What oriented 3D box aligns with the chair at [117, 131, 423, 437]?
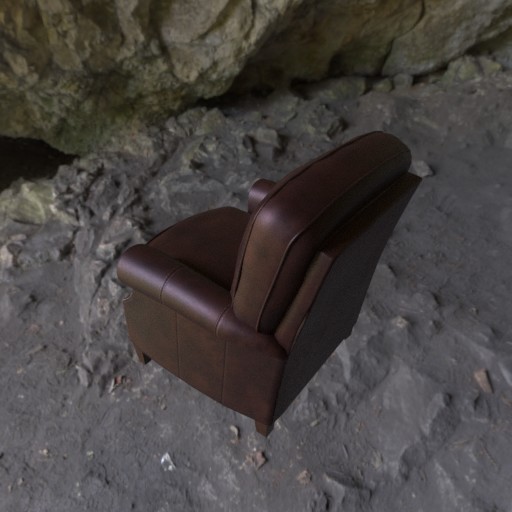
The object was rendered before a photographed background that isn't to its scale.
[{"bbox_3d":[0.000,0.000,1.777,0.986,1.018,0.936,21,38,30],"label":"chair"}]
